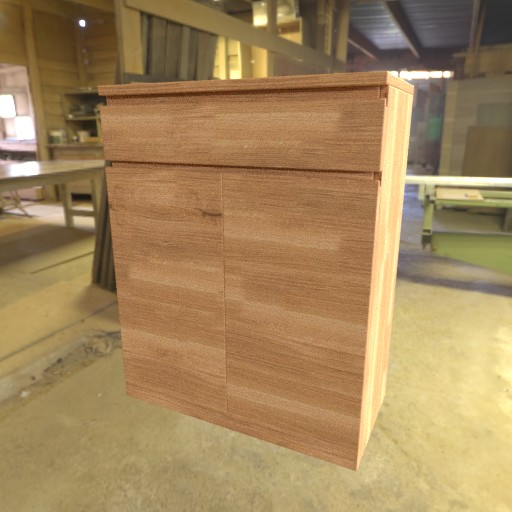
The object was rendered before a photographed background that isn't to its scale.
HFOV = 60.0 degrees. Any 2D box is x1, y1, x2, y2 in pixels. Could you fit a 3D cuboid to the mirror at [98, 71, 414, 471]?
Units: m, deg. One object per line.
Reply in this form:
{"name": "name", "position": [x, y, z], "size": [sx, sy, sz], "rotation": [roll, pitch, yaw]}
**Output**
{"name": "mirror", "position": [0.000, 0.000, 1.391], "size": [0.800, 1.000, 0.400], "rotation": [8, 18, 25]}
